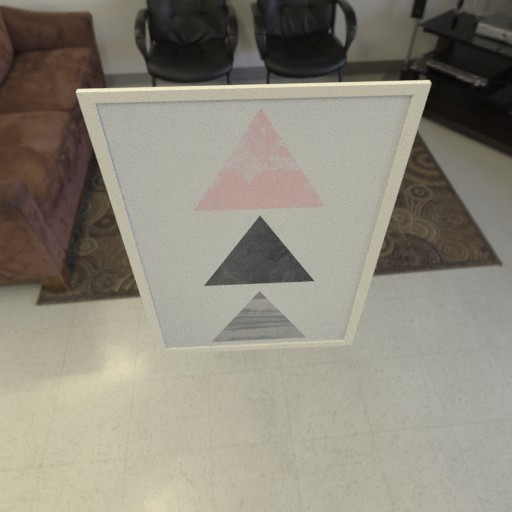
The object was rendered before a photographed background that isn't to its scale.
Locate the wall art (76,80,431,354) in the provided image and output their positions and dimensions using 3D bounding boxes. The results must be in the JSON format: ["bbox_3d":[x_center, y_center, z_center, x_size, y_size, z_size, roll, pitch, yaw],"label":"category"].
[{"bbox_3d":[0.000,0.000,1.172,0.659,0.940,0.013,-2,48,-2],"label":"wall art"}]
